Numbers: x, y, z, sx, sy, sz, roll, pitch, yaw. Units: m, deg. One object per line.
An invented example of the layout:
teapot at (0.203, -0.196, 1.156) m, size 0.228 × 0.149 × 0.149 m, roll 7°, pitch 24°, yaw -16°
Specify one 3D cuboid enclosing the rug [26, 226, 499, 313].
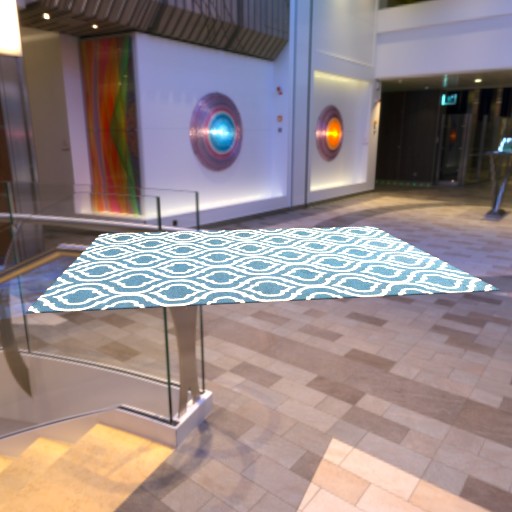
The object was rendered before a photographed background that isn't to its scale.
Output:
rug at (0.000, 0.000, 4.253) m, size 3.353 × 0.010 × 2.438 m, roll -2°, pitch 15°, yaw -7°
